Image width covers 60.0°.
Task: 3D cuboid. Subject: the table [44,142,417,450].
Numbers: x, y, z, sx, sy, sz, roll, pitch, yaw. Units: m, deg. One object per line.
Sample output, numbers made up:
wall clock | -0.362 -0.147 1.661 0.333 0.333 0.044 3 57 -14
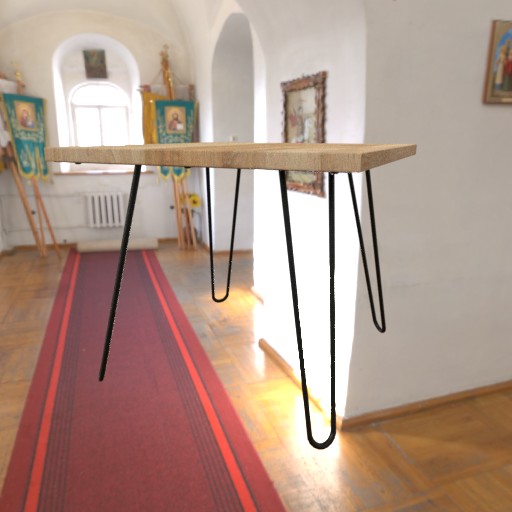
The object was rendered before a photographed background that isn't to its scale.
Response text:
table | 0.000 0.000 1.033 0.599 0.500 0.599 7 17 25
